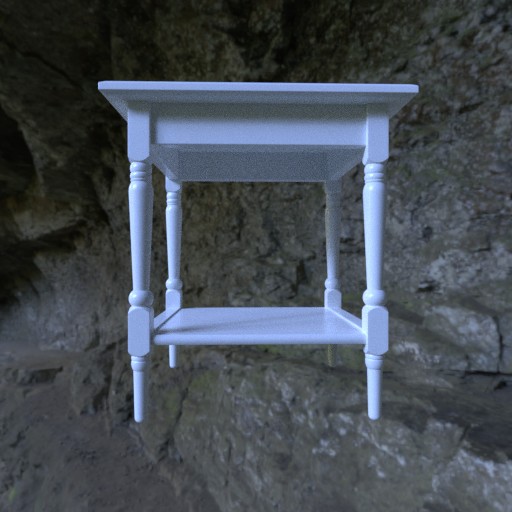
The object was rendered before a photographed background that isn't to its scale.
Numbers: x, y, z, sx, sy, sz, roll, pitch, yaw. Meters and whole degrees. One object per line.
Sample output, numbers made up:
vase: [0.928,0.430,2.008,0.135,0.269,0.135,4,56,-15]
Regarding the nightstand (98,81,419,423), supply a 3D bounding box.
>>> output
nightstand: [0.000,0.000,0.928,0.505,0.555,0.459,0,0,-2]
